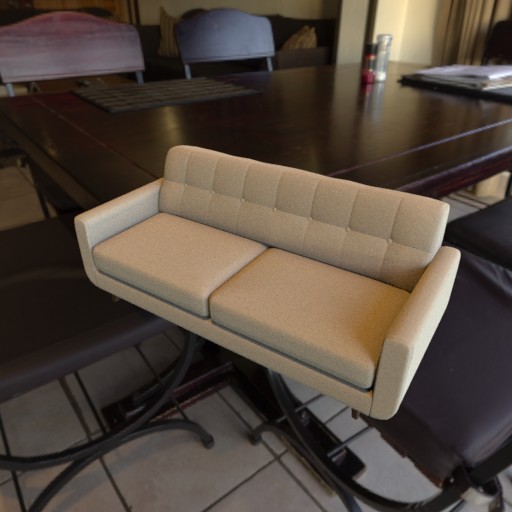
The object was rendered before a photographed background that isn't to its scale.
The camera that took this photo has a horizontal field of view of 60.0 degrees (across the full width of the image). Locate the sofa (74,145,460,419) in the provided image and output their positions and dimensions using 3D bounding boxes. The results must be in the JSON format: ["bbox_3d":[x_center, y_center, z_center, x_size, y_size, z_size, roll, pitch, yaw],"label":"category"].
[{"bbox_3d":[0.000,0.000,2.698,2.137,0.892,0.980,19,36,28],"label":"sofa"}]
